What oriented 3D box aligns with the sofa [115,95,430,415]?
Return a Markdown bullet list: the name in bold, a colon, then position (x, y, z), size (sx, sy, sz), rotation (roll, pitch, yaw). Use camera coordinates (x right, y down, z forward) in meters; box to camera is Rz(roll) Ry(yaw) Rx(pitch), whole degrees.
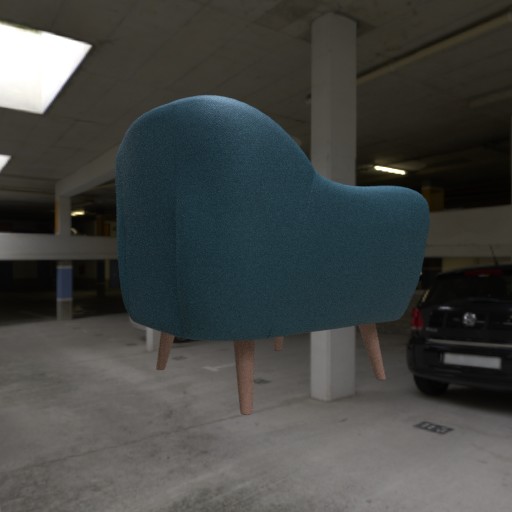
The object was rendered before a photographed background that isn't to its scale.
- **sofa**: position (0.000, 0.000, 1.512), size (0.825, 0.817, 0.836), rotation (0, 0, -36)
